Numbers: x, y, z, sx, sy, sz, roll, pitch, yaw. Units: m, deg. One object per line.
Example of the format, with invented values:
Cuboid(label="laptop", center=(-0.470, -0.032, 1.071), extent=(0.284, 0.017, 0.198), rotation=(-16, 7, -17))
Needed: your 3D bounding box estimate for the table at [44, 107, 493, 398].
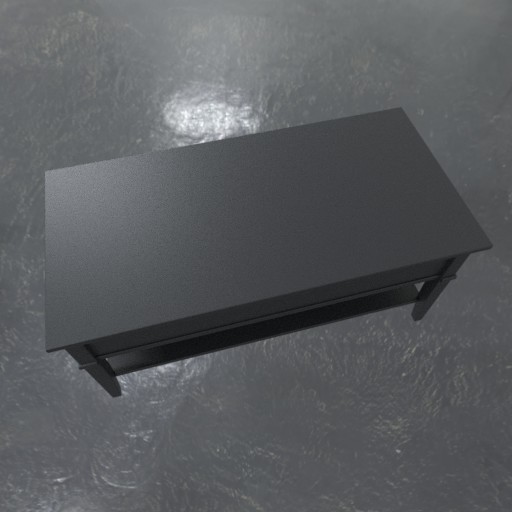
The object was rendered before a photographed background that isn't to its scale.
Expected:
Cuboid(label="table", center=(0.000, 0.000, 1.327), extent=(1.044, 0.470, 0.523), rotation=(-12, 58, -8))
